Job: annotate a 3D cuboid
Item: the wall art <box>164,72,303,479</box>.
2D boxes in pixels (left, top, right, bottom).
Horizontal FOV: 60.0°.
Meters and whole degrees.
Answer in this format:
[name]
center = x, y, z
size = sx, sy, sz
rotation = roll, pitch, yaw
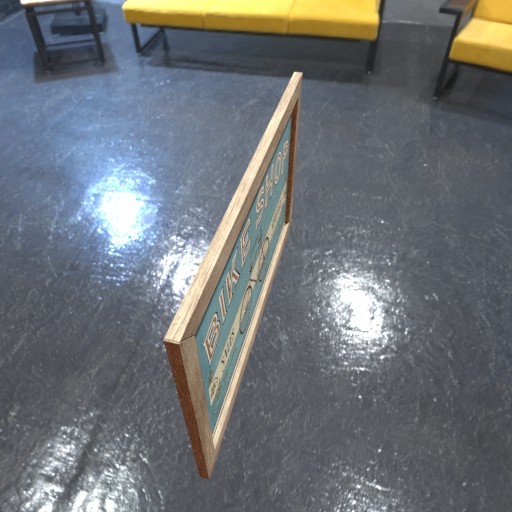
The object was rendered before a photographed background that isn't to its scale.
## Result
[wall art]
center = 0.000, 0.000, 0.962
size = 0.021, 0.480, 0.780
rotation = 11, 47, 10
